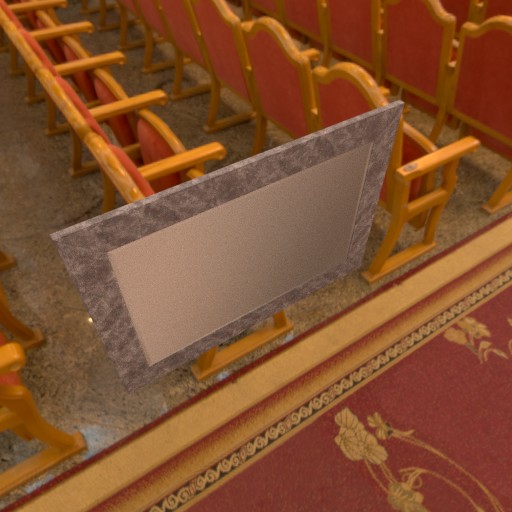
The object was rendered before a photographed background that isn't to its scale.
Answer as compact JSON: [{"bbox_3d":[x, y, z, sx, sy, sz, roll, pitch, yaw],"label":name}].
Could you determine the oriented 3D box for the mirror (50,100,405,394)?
[{"bbox_3d":[0.000,0.000,1.496,1.101,0.795,0.022,-26,53,-21],"label":"mirror"}]
